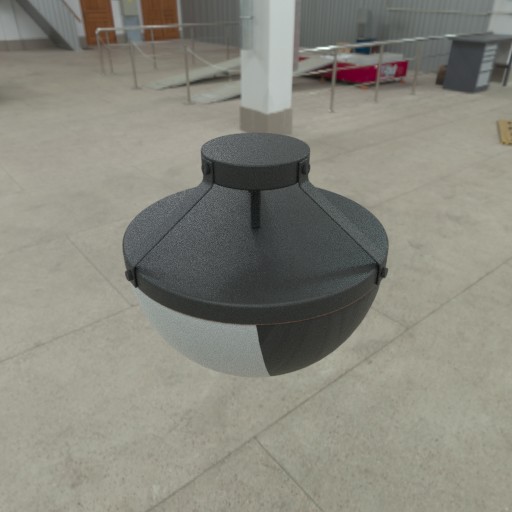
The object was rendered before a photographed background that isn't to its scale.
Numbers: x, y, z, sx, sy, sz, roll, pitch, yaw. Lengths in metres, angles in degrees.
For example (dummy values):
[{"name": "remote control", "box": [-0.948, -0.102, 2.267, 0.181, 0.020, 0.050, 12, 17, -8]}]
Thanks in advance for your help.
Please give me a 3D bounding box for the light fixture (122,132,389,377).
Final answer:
[{"name": "light fixture", "box": [0.000, 0.000, 0.539, 0.304, 0.269, 0.304, 0, 31, 0]}]
